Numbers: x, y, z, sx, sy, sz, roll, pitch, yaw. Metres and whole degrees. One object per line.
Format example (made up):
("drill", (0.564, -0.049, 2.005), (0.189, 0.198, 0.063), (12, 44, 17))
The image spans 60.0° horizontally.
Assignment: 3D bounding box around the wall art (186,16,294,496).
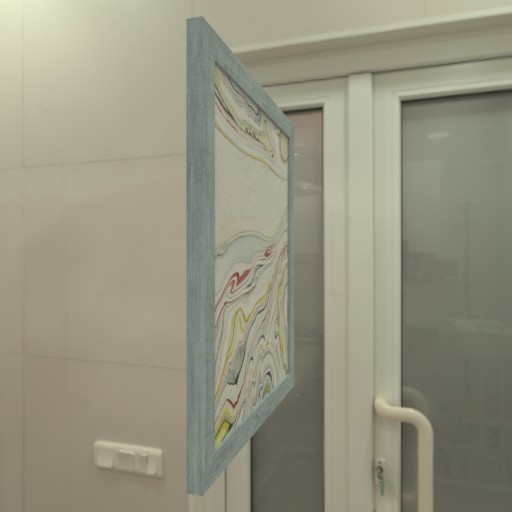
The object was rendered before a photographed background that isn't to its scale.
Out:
("wall art", (0.000, 0.000, 0.767), (0.022, 0.582, 0.479), (0, 0, 18))
